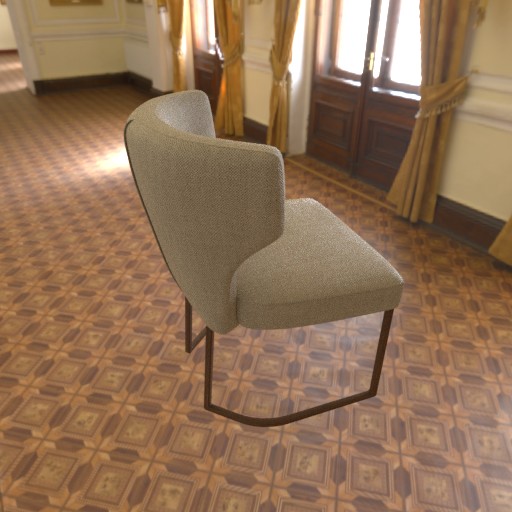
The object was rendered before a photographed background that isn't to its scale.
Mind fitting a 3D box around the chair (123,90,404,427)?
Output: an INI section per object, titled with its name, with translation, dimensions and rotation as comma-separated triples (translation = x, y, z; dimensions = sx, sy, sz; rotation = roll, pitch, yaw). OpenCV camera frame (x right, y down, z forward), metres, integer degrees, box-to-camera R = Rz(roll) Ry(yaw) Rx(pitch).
[chair]
translation = 0.000, 0.000, 1.249
dimensions = 0.617, 0.824, 0.611
rotation = -11, 33, -17
